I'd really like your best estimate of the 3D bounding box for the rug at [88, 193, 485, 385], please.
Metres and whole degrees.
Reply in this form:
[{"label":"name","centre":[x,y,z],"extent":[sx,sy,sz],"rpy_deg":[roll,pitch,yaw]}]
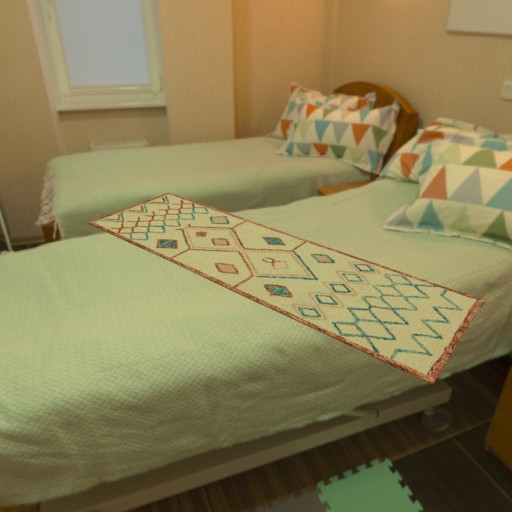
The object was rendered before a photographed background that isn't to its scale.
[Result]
[{"label":"rug","centre":[0.000,0.000,2.699],"extent":[2.435,0.011,0.750],"rpy_deg":[22,36,33]}]
